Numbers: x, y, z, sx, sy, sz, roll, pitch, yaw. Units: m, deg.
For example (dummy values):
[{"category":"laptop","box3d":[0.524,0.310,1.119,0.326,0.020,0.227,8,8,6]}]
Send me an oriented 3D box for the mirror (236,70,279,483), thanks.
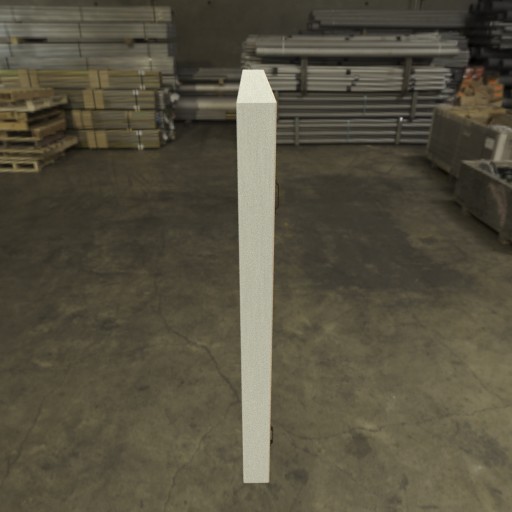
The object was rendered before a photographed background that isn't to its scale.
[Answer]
[{"category":"mirror","box3d":[0.000,0.000,0.688,0.041,0.508,0.405,0,27,-1]}]
